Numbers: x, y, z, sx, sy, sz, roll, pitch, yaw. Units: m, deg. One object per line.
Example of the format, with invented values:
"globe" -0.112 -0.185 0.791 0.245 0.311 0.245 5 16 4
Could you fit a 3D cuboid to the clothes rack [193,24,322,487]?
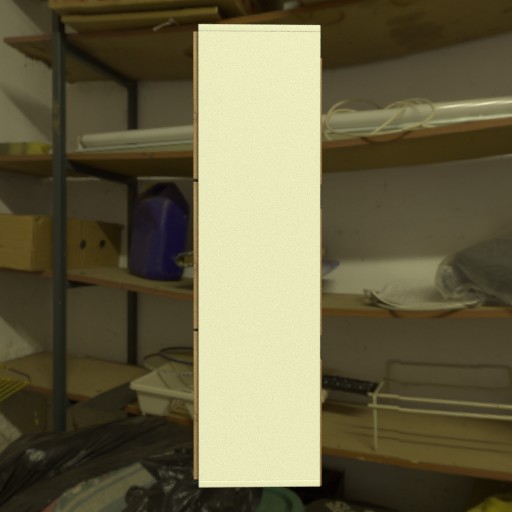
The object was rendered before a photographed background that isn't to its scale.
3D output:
"clothes rack" 0.000 0.000 1.388 0.331 1.187 0.500 0 0 -1
